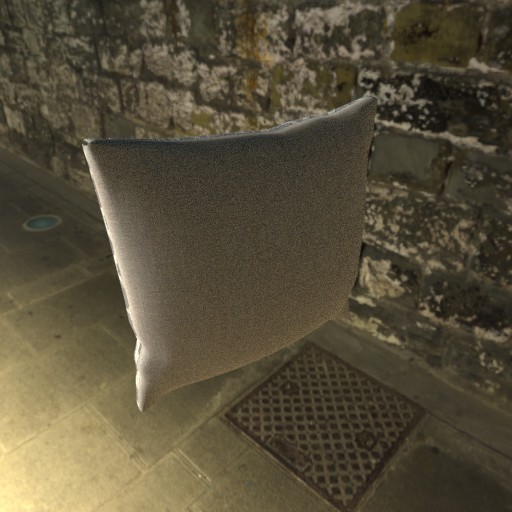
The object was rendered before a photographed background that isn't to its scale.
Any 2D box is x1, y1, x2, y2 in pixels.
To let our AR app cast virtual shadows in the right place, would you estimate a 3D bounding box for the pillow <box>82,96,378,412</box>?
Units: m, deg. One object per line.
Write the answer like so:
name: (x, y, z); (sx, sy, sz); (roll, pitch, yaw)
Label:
pillow: (0.000, 0.000, 0.790); (0.508, 0.498, 0.215); (-19, 36, -28)
